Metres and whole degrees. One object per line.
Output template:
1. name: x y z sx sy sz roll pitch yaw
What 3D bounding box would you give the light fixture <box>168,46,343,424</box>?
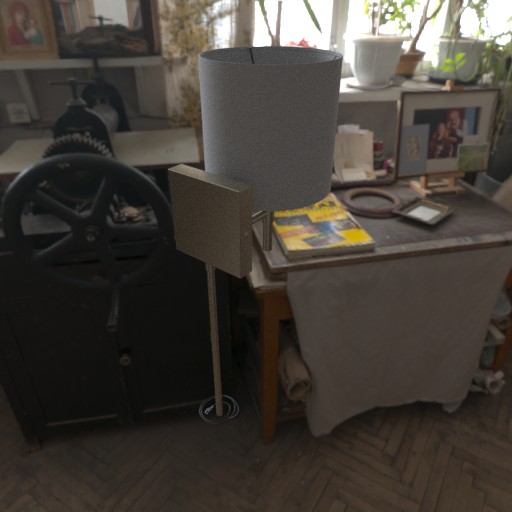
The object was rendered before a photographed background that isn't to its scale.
1. light fixture: 0.000 0.000 0.713 0.188 0.589 0.248 22 38 32
